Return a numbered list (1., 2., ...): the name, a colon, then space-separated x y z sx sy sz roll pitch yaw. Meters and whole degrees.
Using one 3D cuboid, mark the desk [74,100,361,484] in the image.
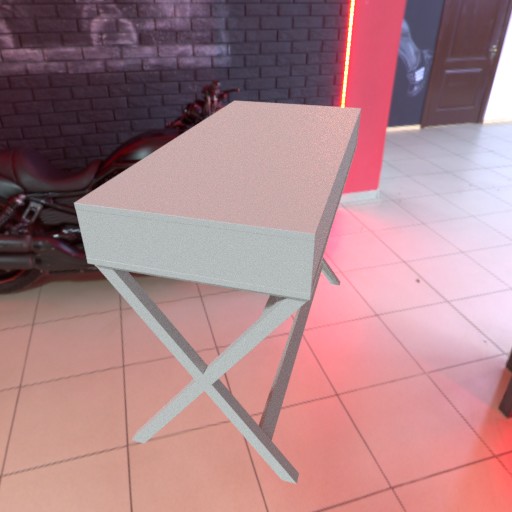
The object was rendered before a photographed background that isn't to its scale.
1. desk: 0.000 0.000 1.498 0.525 0.780 1.057 8 32 14
